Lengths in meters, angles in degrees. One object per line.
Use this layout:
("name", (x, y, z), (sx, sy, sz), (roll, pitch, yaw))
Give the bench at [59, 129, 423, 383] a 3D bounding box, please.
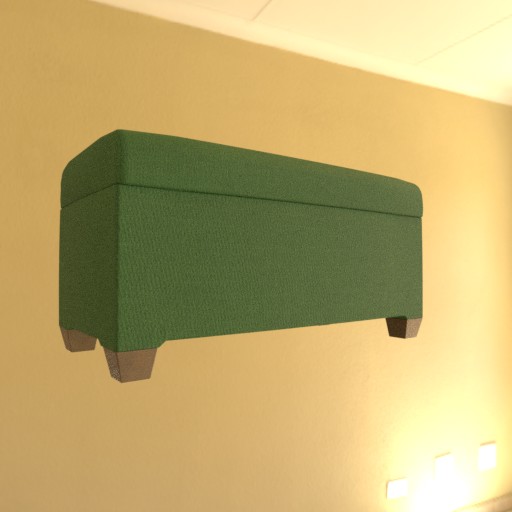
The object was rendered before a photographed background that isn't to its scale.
("bench", (0.000, 0.000, 1.281), (0.989, 0.501, 0.505), (1, -2, -36))
